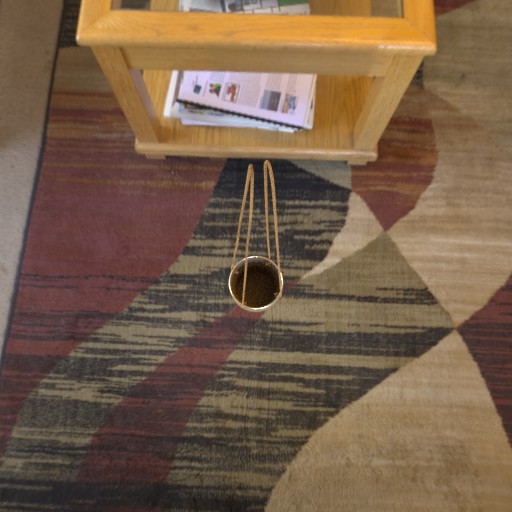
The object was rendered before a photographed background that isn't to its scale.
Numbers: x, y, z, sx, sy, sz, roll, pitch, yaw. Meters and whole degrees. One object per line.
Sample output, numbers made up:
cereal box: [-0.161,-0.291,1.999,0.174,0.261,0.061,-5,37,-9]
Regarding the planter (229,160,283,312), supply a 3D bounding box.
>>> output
planter: [0.000,0.000,1.155,0.187,1.073,0.187,-15,77,-4]
